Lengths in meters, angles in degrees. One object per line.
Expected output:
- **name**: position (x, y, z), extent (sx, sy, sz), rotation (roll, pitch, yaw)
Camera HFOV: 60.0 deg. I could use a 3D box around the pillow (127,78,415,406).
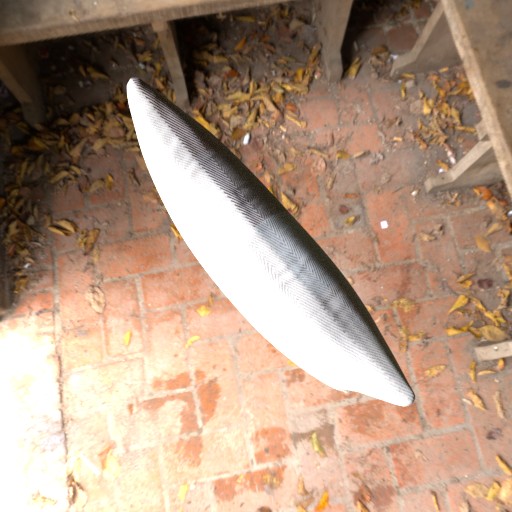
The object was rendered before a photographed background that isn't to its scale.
- **pillow**: position (0.000, 0.000, 0.646), extent (0.139, 0.305, 0.506), rotation (-39, 79, -9)
